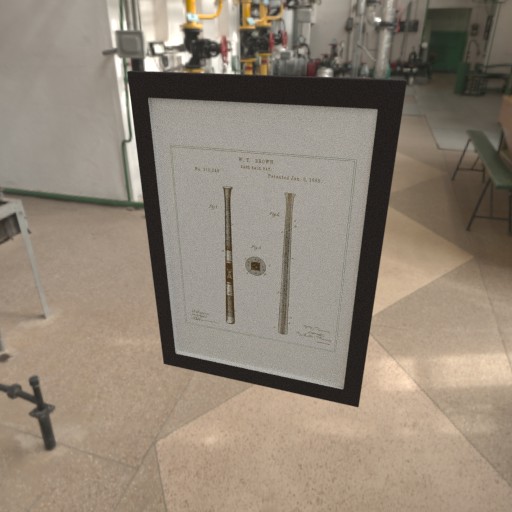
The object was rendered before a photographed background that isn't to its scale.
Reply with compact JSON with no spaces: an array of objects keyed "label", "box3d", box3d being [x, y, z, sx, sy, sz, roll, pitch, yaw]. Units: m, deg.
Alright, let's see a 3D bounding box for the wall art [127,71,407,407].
[{"label":"wall art","box3d":[0.000,0.000,0.697,0.374,0.529,0.012,8,29,15]}]
